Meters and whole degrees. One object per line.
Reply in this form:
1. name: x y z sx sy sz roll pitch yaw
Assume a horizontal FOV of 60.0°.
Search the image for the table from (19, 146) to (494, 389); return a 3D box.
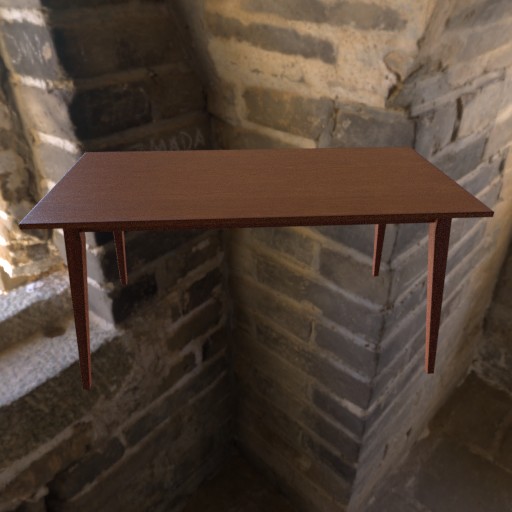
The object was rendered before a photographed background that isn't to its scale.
1. table: 0.000 0.000 2.029 1.609 0.755 0.811 -2 30 -3
